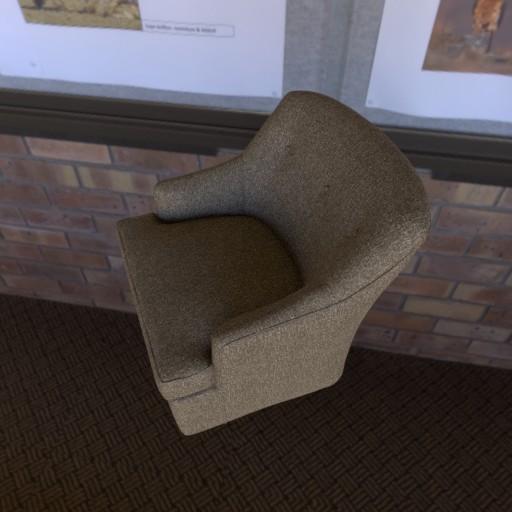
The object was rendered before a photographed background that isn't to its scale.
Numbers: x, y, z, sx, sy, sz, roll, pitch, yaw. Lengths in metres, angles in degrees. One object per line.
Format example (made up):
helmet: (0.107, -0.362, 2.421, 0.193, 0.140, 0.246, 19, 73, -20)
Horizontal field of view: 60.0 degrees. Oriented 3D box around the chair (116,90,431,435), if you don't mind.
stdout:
chair: (0.000, 0.000, 1.635, 0.923, 0.856, 0.864, -16, 49, -15)
